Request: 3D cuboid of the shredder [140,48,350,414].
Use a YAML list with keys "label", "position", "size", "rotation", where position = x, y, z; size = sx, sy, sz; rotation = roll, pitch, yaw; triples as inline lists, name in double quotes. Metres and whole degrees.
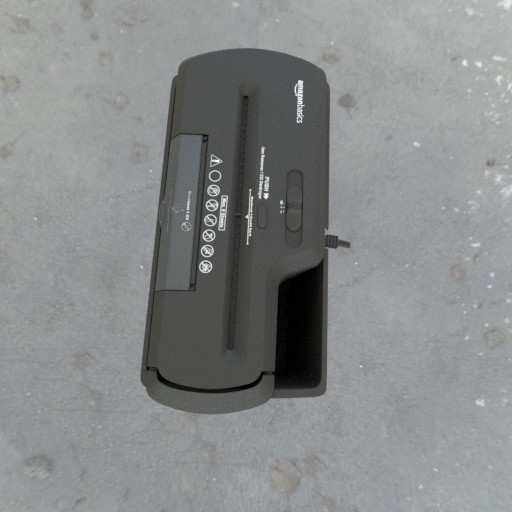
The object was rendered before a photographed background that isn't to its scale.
- label: "shredder"
  position: [0.000, 0.000, 0.516]
  size: [0.170, 0.335, 0.320]
  rotation: [3, 76, 1]
